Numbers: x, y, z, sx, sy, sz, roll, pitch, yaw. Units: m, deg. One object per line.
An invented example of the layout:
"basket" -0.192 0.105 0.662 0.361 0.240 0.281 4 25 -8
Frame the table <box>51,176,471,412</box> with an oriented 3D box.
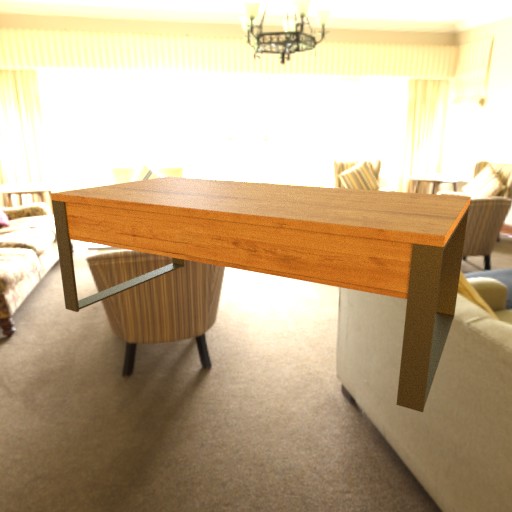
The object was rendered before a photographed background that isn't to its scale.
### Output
"table" 0.000 0.000 1.445 1.180 0.400 0.590 9 19 28
